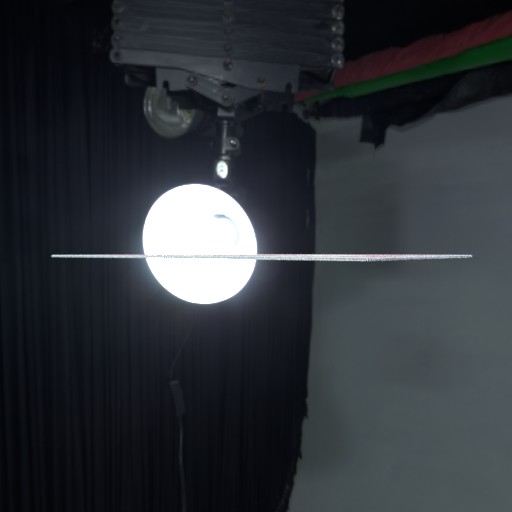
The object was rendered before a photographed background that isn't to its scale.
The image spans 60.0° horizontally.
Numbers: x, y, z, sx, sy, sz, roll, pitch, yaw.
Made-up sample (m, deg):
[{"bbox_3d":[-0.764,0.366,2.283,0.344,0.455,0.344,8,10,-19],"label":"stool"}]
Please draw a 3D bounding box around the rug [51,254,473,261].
[{"bbox_3d":[0.000,0.000,2.232,1.747,0.011,1.217,0,1,38],"label":"rug"}]
